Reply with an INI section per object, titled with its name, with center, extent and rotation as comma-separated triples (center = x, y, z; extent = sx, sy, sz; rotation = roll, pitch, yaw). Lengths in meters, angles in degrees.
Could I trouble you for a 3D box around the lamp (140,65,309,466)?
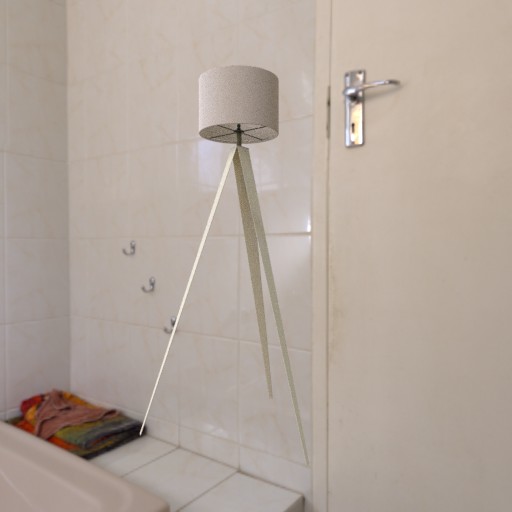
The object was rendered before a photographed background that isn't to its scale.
[lamp]
center = 0.000, 0.000, 1.955
extent = 0.716, 1.524, 0.724
rotation = 1, 1, 37
